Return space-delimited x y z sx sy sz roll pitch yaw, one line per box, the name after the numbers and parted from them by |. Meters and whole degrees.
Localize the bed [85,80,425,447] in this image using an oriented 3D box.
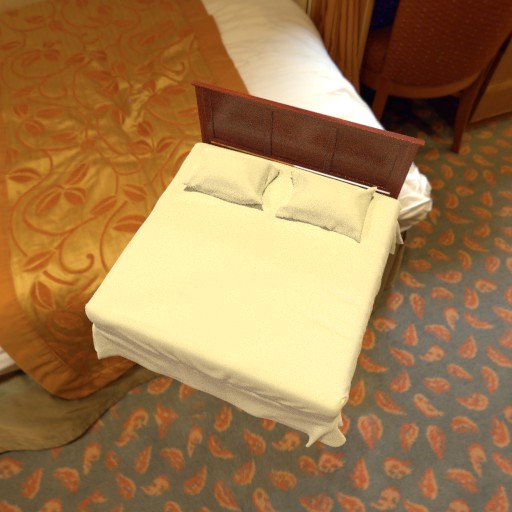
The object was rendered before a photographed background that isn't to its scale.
0.000 0.000 3.616 2.314 1.271 2.219 19 59 12 | bed
